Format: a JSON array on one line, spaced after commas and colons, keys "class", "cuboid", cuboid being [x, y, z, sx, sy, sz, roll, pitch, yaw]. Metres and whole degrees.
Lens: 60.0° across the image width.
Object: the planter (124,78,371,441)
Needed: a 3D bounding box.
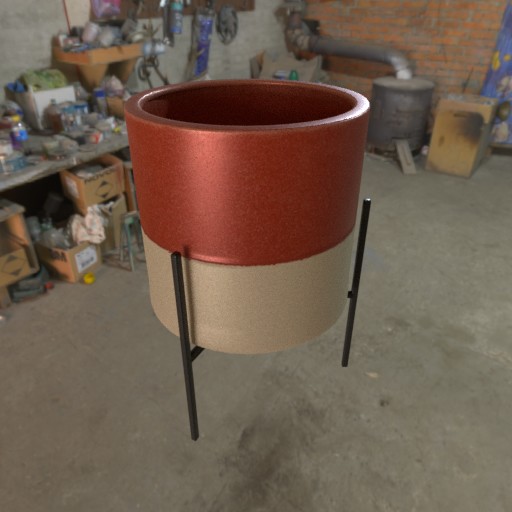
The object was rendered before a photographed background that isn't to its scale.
[{"class": "planter", "cuboid": [0.000, 0.000, 0.518, 0.251, 0.354, 0.235, 0, 31, 0]}]
